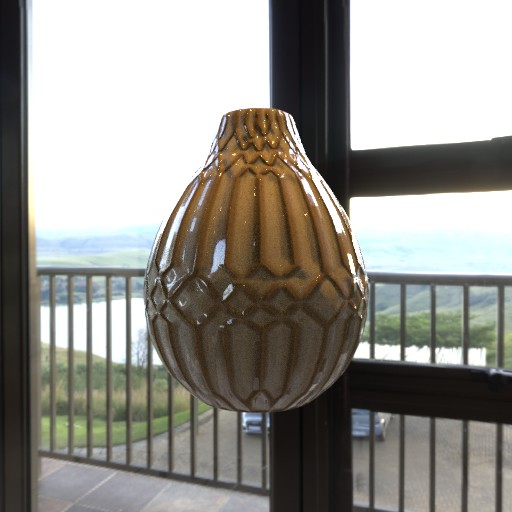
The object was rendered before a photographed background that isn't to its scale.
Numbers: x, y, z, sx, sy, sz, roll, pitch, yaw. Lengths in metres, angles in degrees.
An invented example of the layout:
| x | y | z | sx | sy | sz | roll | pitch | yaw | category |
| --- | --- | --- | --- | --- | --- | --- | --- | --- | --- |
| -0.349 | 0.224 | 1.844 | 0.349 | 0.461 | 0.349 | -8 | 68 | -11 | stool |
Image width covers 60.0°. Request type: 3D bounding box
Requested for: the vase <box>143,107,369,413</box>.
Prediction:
| x | y | z | sx | sy | sz | roll | pitch | yaw | category |
| --- | --- | --- | --- | --- | --- | --- | --- | --- | --- |
| 0.000 | 0.000 | 0.322 | 0.159 | 0.200 | 0.159 | 0 | 0 | 0 | vase |
